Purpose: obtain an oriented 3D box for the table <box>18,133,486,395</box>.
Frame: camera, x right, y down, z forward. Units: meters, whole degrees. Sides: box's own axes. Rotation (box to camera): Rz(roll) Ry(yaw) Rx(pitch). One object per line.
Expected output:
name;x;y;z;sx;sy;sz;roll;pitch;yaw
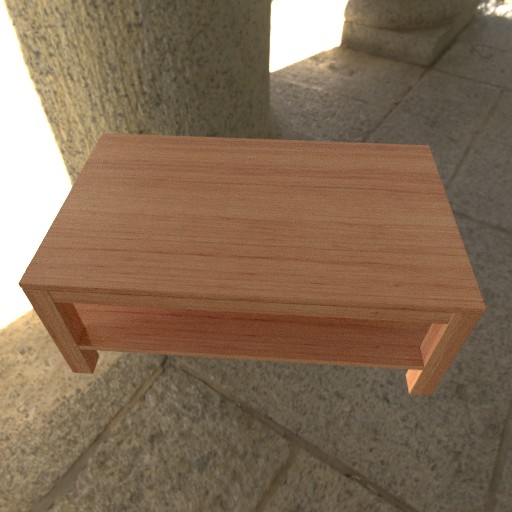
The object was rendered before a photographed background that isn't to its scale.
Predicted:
table;0.000;0.000;1.482;1.146;0.457;0.695;3;47;3
